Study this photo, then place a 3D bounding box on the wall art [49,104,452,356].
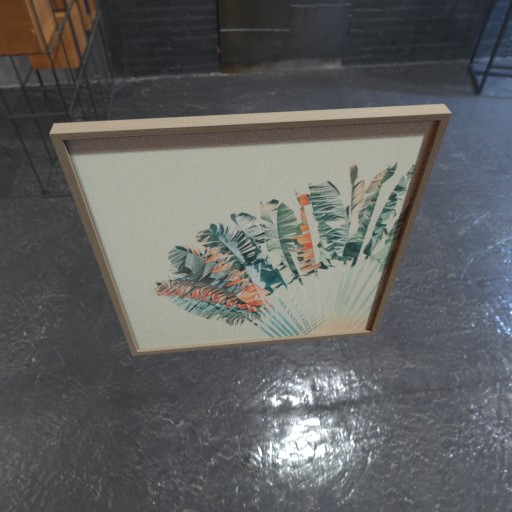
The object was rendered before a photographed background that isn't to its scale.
[{"bbox_3d":[0.000,0.000,1.121,0.761,0.758,0.038,-4,46,-4],"label":"wall art"}]
